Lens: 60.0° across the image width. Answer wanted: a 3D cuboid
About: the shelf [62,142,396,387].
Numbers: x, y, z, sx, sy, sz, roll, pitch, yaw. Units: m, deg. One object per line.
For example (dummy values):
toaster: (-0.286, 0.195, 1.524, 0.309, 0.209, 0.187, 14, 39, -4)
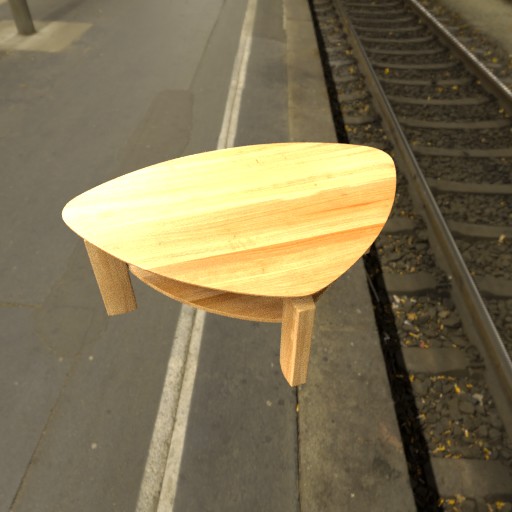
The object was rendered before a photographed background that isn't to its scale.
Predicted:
shelf: (0.000, 0.000, 1.643, 1.240, 0.439, 0.863, -13, 43, -14)
